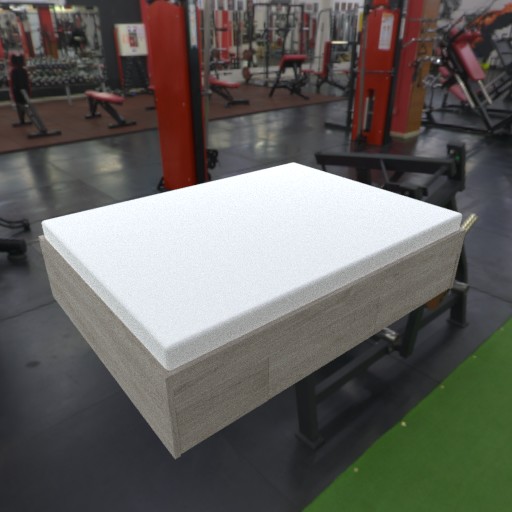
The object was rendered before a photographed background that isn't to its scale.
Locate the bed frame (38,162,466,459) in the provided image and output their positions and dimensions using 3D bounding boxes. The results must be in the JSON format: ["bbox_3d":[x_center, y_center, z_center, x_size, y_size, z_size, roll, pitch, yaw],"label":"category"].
[{"bbox_3d":[0.000,0.000,2.577,1.944,0.490,1.448,-20,34,-34],"label":"bed frame"}]
